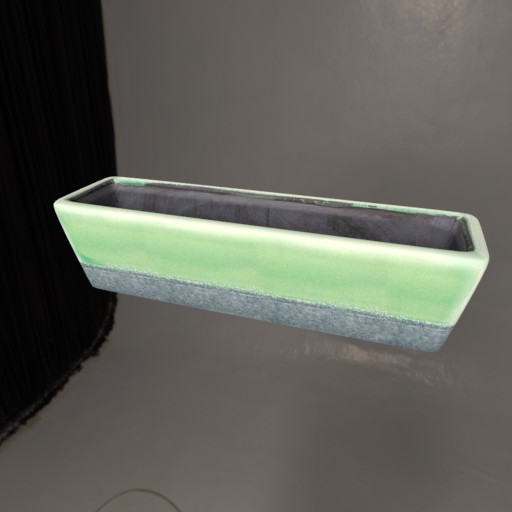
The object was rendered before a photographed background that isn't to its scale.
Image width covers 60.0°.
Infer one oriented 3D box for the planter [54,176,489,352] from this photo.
[{"bbox_3d":[0.000,0.000,0.308,0.275,0.072,0.072,8,27,17],"label":"planter"}]
